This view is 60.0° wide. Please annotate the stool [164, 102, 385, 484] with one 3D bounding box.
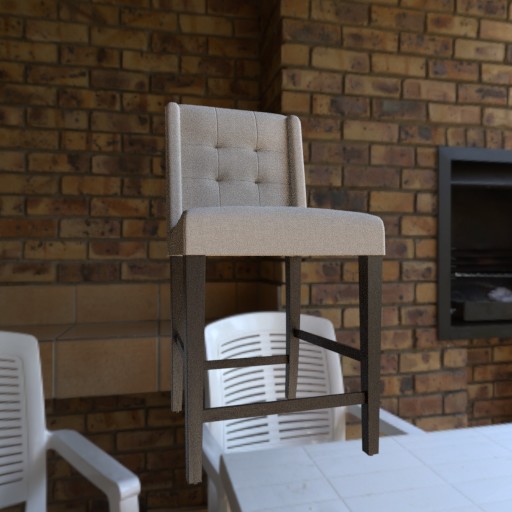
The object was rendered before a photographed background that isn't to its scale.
[{"bbox_3d":[0.000,0.000,1.199,0.474,0.939,0.509,0,0,-18],"label":"stool"}]
